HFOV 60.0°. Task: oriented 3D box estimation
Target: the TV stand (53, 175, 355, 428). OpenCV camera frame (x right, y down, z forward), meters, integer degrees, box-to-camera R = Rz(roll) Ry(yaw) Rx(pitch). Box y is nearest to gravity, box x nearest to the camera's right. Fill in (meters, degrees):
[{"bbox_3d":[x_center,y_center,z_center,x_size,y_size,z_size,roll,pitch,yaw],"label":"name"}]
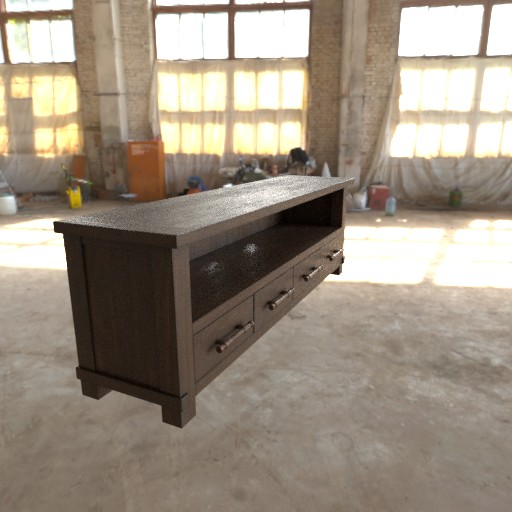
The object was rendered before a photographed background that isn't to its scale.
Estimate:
[{"bbox_3d":[0.000,0.000,2.136,0.471,0.615,1.866,7,17,25],"label":"TV stand"}]
